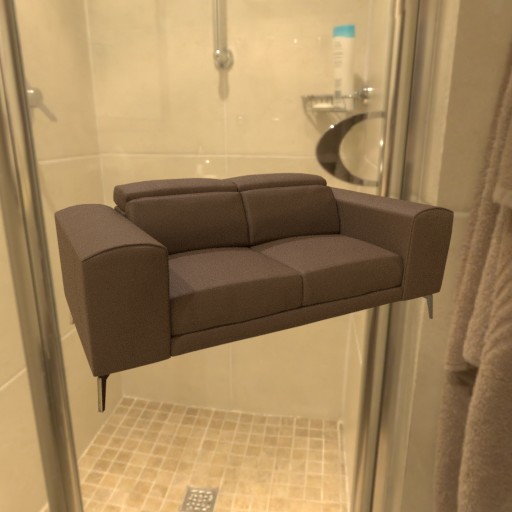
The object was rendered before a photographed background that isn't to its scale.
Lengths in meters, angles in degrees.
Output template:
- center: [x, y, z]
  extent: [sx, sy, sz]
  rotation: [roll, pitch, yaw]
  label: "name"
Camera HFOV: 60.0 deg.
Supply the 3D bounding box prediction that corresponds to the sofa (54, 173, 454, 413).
- center: [0.000, 0.000, 2.387]
  extent: [1.895, 0.779, 1.003]
  rotation: [-9, 18, -27]
  label: "sofa"
